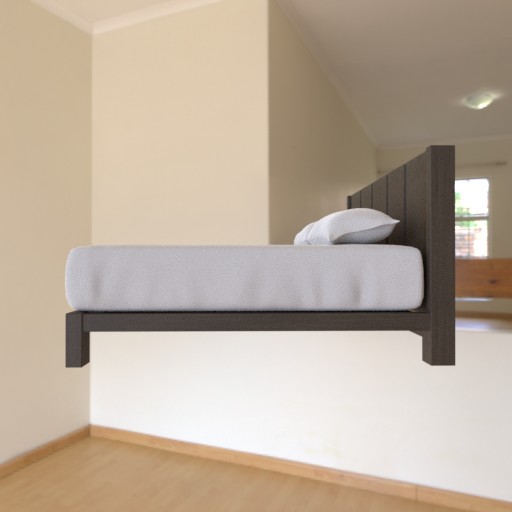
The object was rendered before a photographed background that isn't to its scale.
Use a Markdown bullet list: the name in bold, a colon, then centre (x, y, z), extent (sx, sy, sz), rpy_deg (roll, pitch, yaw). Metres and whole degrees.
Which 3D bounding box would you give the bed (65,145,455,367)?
- **bed**: centre (0.000, 0.000, 3.578), extent (2.238, 1.261, 2.143), rpy_deg (0, 0, -1)
